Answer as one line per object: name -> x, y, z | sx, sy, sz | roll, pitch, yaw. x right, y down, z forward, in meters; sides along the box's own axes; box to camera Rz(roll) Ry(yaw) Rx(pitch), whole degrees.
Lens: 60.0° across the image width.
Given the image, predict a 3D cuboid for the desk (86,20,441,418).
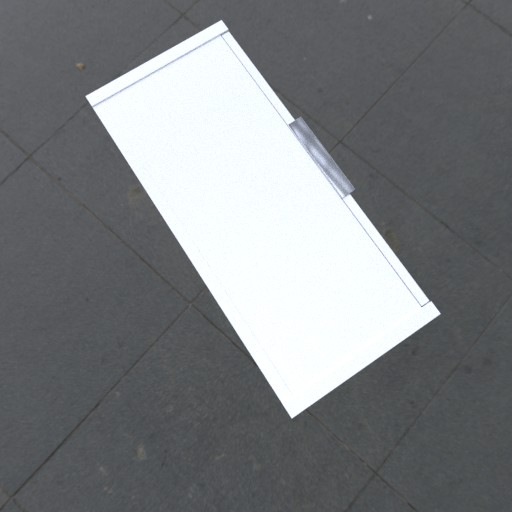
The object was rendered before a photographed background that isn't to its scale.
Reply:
desk -> 0.000, 0.000, 1.557 | 0.390, 1.190, 0.850 | -33, 79, -7
